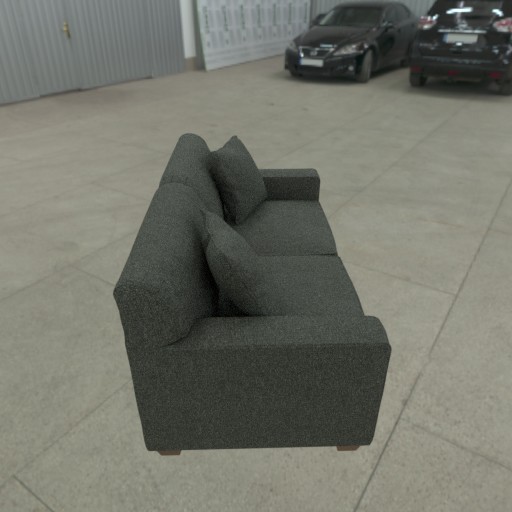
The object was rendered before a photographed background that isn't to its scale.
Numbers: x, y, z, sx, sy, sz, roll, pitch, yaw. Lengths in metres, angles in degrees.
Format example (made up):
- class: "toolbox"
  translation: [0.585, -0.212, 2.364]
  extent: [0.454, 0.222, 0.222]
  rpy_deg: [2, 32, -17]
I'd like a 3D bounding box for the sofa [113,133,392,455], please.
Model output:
- class: "sofa"
  translation: [0.000, 0.000, 2.433]
  extent: [0.998, 0.958, 1.846]
  rpy_deg: [-1, 31, -1]
